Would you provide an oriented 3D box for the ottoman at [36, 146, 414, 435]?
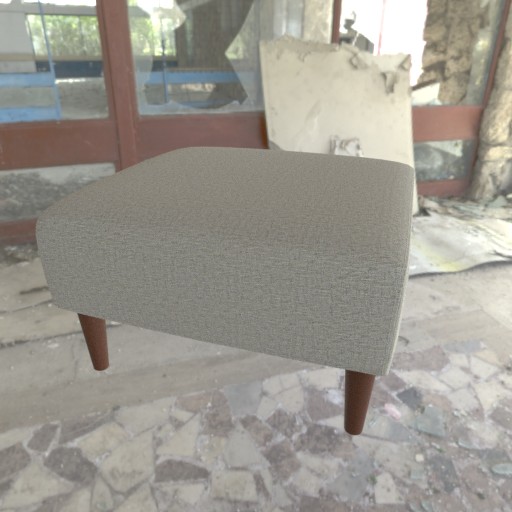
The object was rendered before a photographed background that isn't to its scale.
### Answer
[{"bbox_3d":[0.000,0.000,1.032,0.655,0.399,0.648,8,27,17],"label":"ottoman"}]
